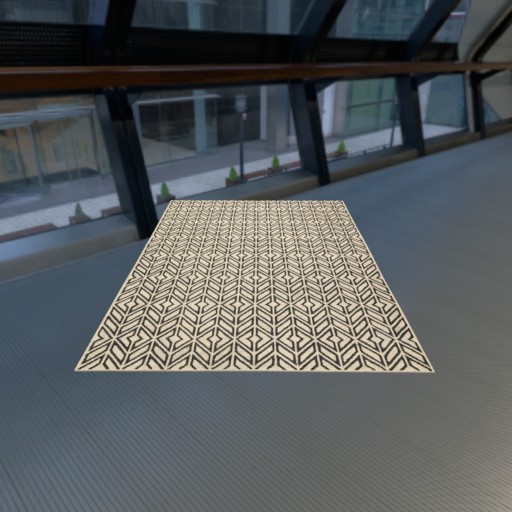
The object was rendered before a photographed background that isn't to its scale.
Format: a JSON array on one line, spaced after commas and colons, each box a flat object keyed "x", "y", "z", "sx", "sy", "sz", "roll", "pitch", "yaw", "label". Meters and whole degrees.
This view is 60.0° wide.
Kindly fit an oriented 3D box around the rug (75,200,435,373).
[{"x": 0.000, "y": 0.000, "z": 2.323, "sx": 1.220, "sy": 0.007, "sz": 1.828, "roll": 0, "pitch": 25, "yaw": 0, "label": "rug"}]
